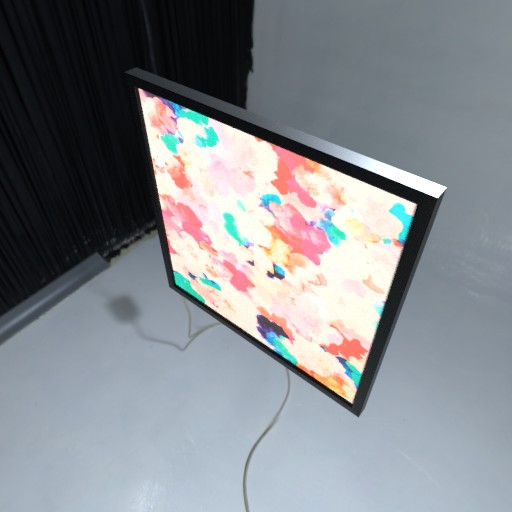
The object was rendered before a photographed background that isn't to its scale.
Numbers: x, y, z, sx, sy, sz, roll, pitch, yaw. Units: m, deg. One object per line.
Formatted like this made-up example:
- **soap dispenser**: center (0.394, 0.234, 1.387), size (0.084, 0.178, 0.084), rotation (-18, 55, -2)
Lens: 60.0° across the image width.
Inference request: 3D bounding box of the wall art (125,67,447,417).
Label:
- **wall art**: center (0.000, 0.000, 1.134), size (0.756, 0.755, 0.036), rotation (30, 52, 27)
